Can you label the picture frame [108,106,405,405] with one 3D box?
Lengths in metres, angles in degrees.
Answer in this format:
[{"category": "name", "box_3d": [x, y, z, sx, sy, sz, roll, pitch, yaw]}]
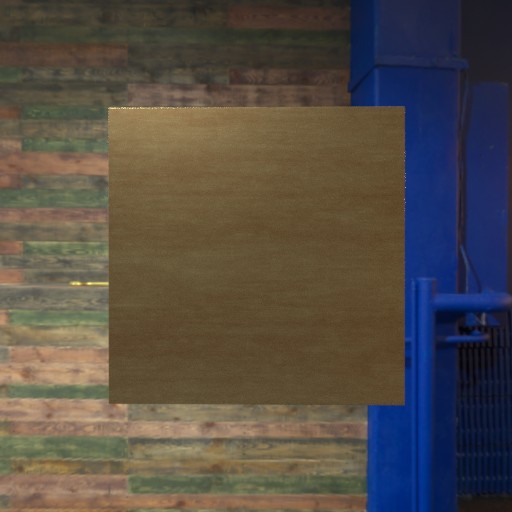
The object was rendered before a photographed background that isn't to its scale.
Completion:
[{"category": "picture frame", "box_3d": [0.000, 0.000, 1.152, 0.758, 0.761, 0.037, 0, 0, 1]}]
